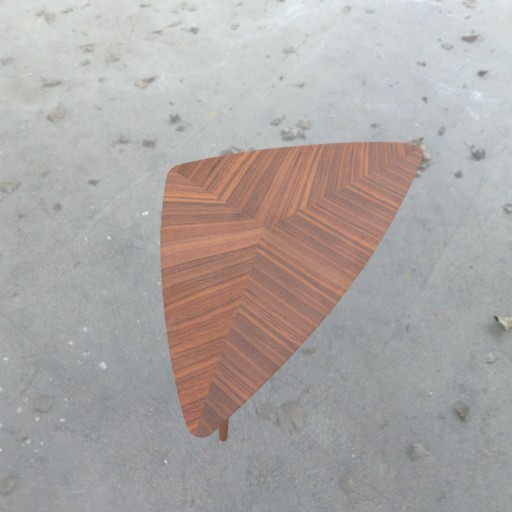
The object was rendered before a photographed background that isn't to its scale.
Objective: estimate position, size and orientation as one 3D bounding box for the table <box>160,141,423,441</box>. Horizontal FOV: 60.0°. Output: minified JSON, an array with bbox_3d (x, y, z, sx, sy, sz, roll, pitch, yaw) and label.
[{"bbox_3d":[0.000,0.000,1.317,0.601,0.365,1.008,32,63,19],"label":"table"}]
